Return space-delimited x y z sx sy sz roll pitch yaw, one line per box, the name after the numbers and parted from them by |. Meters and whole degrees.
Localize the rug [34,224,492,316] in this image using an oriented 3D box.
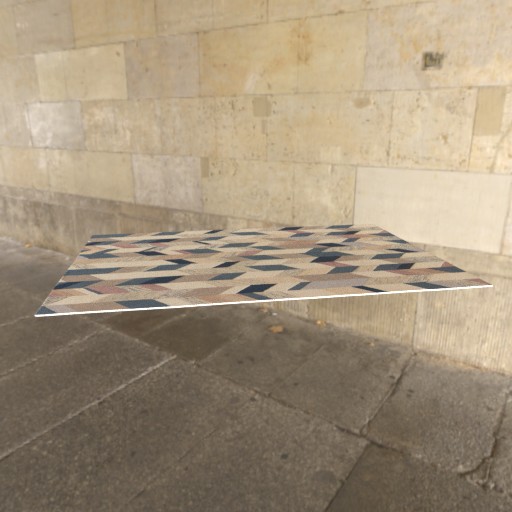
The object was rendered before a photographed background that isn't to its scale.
0.000 0.000 2.279 1.813 0.006 1.202 -3 17 -9 | rug
